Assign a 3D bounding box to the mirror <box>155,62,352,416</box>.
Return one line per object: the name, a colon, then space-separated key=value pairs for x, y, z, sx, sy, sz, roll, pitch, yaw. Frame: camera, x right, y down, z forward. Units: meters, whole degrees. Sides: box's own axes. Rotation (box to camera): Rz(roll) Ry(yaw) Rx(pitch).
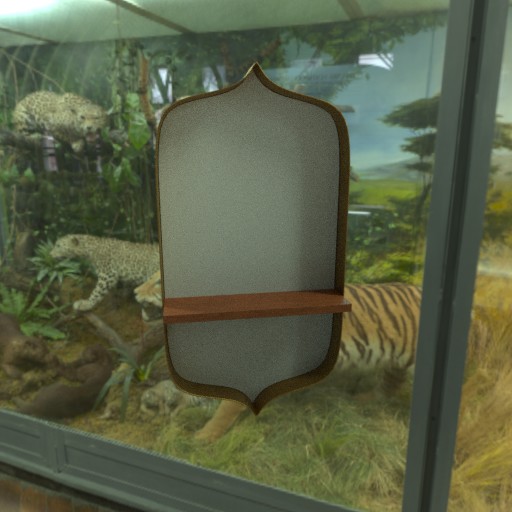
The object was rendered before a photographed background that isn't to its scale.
mirror: x=0.000 y=0.000 z=0.755 sx=0.323 sy=0.613 sz=0.096 roll=-2 pitch=14 yaw=-10
